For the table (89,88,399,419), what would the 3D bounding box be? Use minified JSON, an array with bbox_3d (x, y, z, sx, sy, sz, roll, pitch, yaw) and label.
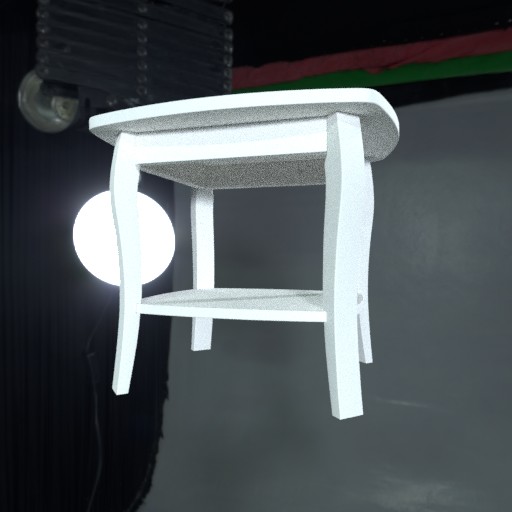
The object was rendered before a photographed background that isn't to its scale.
[{"bbox_3d":[0.000,0.000,0.820,0.502,0.438,0.451,0,1,17],"label":"table"}]
